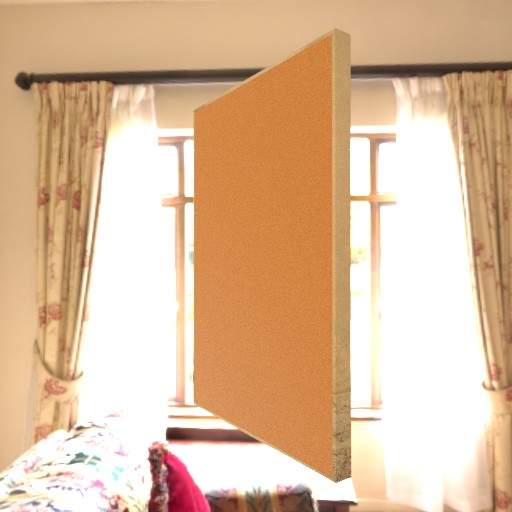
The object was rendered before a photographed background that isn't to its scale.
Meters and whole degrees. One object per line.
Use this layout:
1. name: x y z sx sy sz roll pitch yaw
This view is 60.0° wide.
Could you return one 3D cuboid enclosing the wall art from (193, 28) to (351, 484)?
1. wall art: 0.000 0.000 0.959 0.038 0.764 0.508 0 -1 -36
